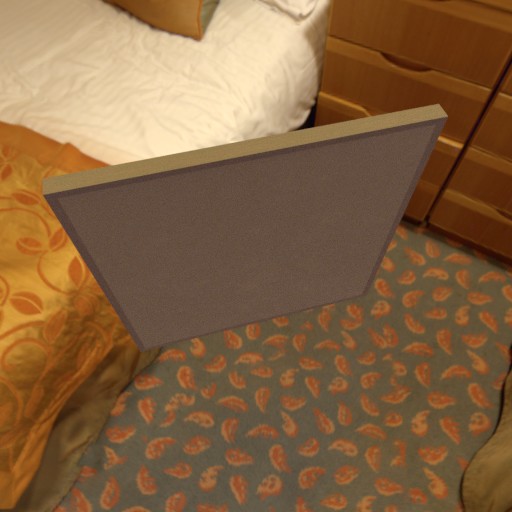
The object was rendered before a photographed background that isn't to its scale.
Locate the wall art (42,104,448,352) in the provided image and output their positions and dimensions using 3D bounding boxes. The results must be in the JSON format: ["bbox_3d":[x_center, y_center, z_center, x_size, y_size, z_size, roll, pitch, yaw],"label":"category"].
[{"bbox_3d":[0.000,0.000,1.137,0.761,0.758,0.038,-13,59,-8],"label":"wall art"}]
